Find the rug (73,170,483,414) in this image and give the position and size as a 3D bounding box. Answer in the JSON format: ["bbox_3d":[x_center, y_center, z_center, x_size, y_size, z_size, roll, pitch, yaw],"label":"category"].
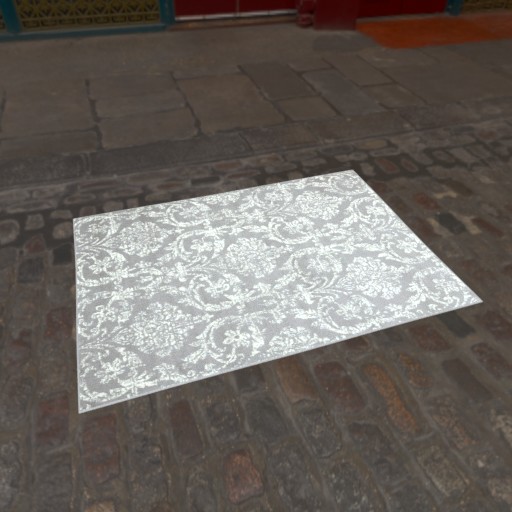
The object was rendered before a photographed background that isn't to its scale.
[{"bbox_3d":[0.000,0.000,2.830,2.206,0.014,1.578,-12,42,-14],"label":"rug"}]
